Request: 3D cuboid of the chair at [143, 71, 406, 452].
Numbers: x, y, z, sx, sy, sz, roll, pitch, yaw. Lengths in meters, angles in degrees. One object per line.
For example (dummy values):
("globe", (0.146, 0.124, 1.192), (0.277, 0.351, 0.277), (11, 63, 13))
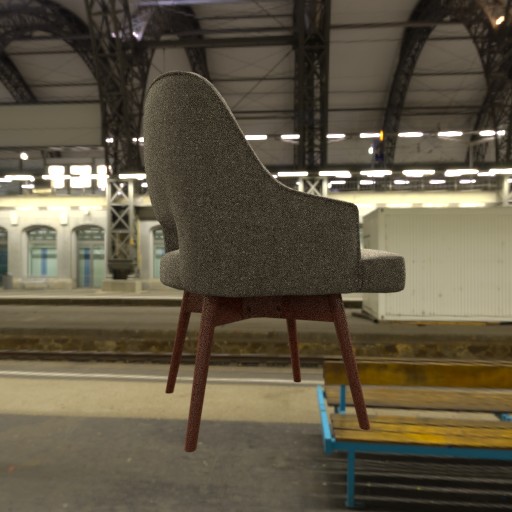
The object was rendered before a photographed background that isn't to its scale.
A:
("chair", (0.000, 0.000, 1.276), (0.629, 0.875, 0.608), (0, -1, -17))
